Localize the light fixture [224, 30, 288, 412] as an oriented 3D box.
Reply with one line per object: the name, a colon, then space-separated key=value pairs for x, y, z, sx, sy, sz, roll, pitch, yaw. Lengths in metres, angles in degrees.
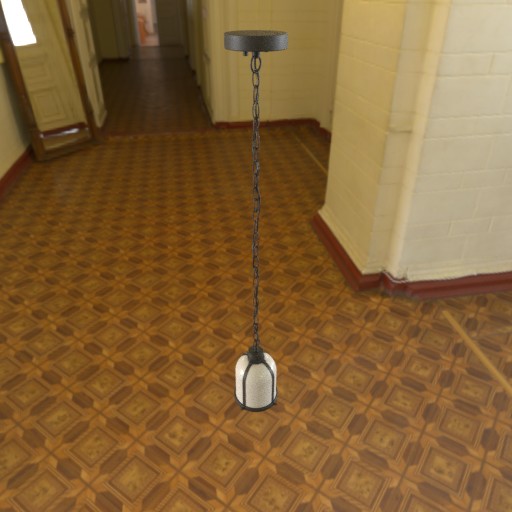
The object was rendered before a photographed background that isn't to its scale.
light fixture: x=0.000 y=0.000 z=1.309 sx=0.178 sy=1.181 sz=0.178 roll=20 pitch=36 yaw=29
